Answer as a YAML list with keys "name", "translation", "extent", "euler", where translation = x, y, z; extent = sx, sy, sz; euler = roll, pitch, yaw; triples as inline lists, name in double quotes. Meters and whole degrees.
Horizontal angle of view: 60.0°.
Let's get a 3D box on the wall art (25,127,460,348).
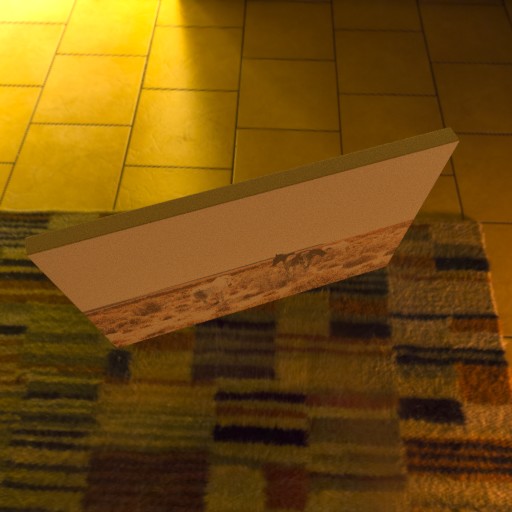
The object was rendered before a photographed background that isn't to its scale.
- name: "wall art"
  translation: [0.000, 0.000, 1.460]
  extent: [1.138, 0.761, 0.051]
  euler: [-16, 63, -8]
